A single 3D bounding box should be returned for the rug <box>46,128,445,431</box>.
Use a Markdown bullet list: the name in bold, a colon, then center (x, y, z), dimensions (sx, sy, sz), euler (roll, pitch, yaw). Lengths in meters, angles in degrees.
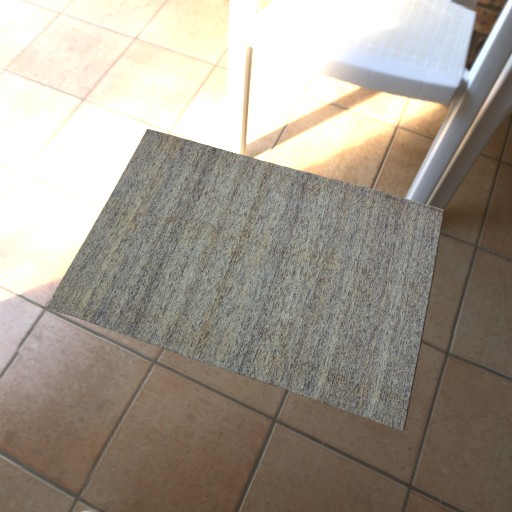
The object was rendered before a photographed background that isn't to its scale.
- **rug**: center (0.000, 0.000, 2.385), dimensions (1.846, 0.014, 1.243), euler (17, 66, 8)
